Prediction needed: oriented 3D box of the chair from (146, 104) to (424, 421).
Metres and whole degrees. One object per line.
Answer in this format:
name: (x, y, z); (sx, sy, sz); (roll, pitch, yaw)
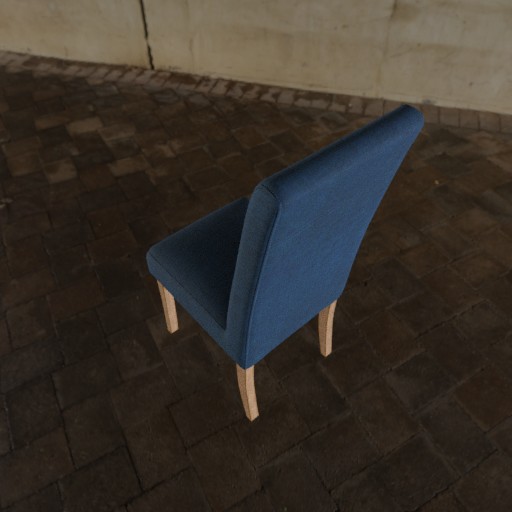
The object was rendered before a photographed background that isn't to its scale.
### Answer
chair: (0.000, 0.000, 1.345); (0.450, 1.029, 0.610); (-33, 54, -28)
